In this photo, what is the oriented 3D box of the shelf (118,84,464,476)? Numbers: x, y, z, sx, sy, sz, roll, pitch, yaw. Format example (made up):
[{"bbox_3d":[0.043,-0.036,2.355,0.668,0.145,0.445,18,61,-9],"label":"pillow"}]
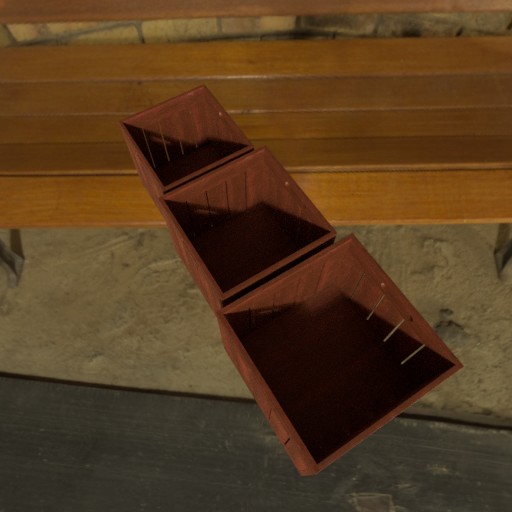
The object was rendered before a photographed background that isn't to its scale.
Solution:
[{"bbox_3d":[0.000,0.000,1.252,0.393,0.311,1.064,-29,67,-14],"label":"shelf"}]
